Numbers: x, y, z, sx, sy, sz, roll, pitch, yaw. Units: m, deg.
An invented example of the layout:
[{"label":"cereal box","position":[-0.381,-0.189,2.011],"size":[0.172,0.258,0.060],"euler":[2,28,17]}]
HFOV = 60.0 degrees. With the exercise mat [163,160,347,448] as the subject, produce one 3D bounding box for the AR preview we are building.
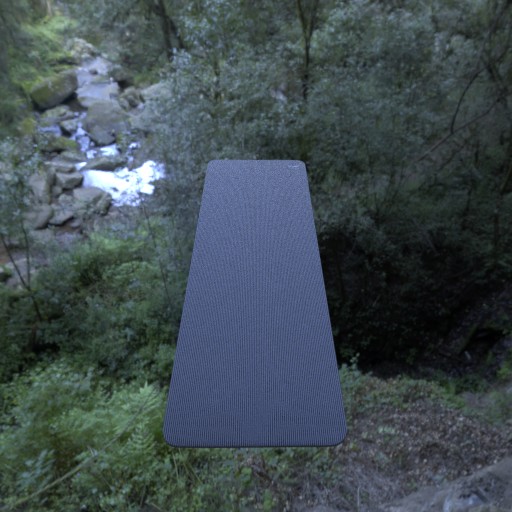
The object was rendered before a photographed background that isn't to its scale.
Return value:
[{"label":"exercise mat","position":[0.000,0.000,2.145],"size":[0.616,0.021,1.884],"euler":[0,41,0]}]
